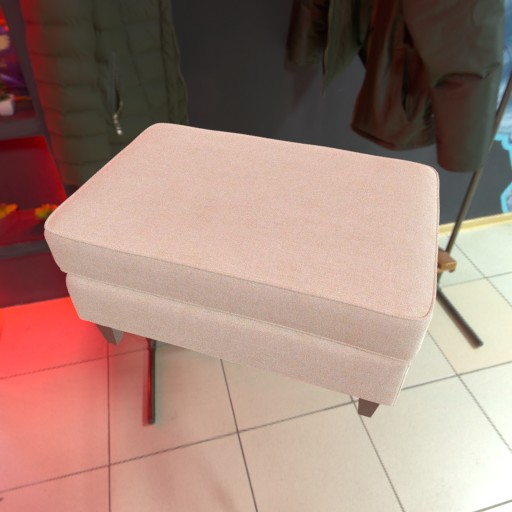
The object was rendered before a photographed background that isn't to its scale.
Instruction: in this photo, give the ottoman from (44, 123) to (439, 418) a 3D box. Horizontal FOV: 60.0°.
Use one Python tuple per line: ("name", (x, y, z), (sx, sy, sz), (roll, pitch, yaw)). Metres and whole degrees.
("ottoman", (0.000, 0.000, 1.221), (0.862, 0.484, 0.583), (12, 44, 13))
